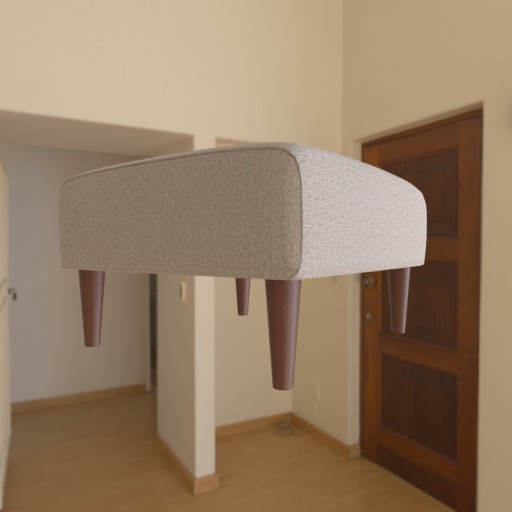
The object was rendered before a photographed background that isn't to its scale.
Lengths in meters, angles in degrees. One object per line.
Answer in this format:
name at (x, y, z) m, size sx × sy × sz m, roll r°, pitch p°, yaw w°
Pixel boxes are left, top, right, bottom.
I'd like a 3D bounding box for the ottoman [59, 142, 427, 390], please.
ottoman at (0.000, 0.000, 1.064) m, size 0.648 × 0.399 × 0.655 m, roll 1°, pitch 1°, yaw 36°
